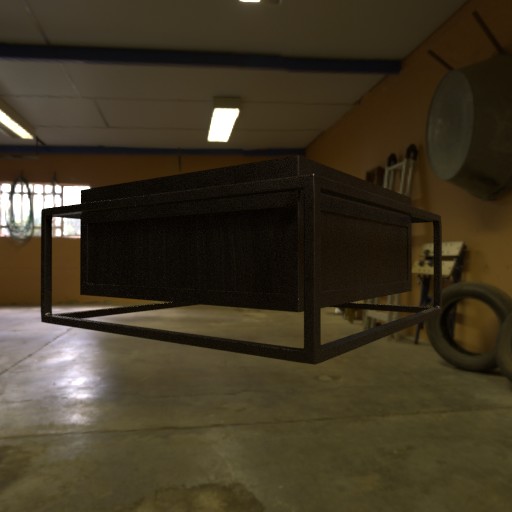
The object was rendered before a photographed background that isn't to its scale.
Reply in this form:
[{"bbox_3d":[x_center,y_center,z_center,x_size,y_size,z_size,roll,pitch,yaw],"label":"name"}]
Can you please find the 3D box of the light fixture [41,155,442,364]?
[{"bbox_3d":[0.000,0.000,0.684,0.441,0.191,0.441,0,-1,36],"label":"light fixture"}]
